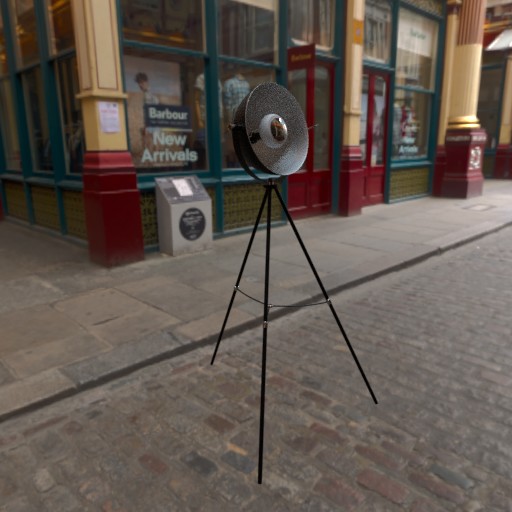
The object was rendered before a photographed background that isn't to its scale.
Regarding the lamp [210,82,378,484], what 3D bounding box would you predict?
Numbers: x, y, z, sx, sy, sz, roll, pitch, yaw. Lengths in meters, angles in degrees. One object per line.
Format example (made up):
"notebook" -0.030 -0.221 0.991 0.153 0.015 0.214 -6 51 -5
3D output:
"lamp" 0.000 0.000 2.073 0.920 1.512 0.817 13 19 43
